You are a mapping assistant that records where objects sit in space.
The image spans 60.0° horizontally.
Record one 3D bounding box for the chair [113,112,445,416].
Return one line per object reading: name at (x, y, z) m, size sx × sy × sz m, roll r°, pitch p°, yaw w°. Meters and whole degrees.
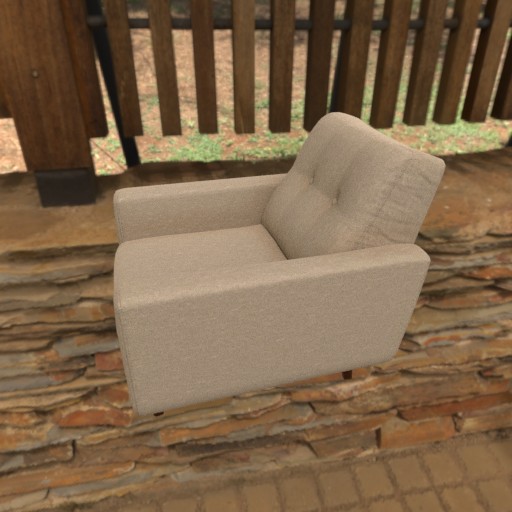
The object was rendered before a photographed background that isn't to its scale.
chair at (0.000, 0.000, 1.799) m, size 1.128 × 0.965 × 0.897 m, roll -8°, pitch 31°, yaw -13°
